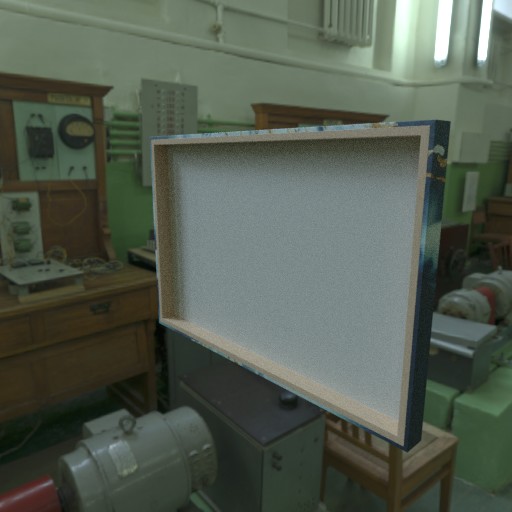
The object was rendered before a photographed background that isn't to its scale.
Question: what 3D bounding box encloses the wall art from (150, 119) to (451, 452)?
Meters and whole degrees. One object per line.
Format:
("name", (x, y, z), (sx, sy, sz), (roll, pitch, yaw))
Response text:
("wall art", (0.000, 0.000, 0.748), (0.036, 0.405, 0.607), (-11, 17, -41))
